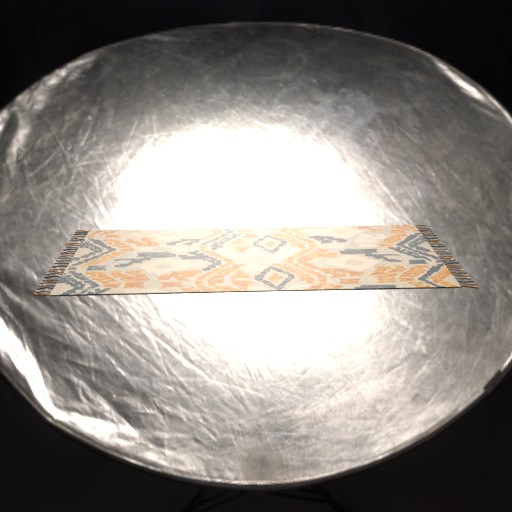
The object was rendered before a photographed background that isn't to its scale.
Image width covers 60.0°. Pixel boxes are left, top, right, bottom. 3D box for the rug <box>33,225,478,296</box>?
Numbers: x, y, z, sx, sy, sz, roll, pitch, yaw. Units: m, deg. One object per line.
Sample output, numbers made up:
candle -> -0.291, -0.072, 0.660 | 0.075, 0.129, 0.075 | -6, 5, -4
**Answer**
rug -> 0.000, 0.000, 2.738 | 2.437, 0.010, 0.783 | -1, 31, -2
